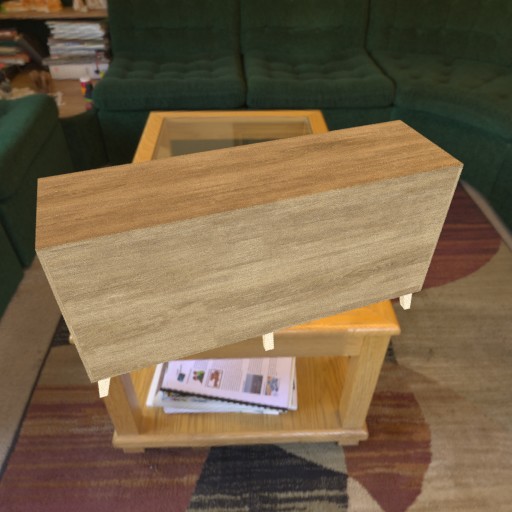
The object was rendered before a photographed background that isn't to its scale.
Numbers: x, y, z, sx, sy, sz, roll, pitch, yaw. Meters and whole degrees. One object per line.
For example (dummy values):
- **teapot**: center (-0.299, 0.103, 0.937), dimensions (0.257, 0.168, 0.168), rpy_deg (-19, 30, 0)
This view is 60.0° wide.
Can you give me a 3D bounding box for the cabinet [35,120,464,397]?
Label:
- **cabinet**: center (0.000, 0.000, 2.010), dimensions (1.600, 0.870, 0.450), rpy_deg (-13, 42, -15)
